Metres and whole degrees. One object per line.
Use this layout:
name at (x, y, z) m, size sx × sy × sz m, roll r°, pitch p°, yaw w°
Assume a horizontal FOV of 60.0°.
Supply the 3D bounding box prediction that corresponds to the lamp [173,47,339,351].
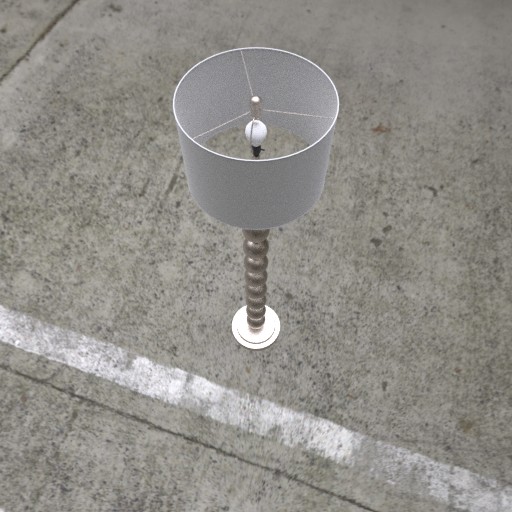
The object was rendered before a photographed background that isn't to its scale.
lamp at (0.000, 0.000, 1.676) m, size 0.394 × 1.474 × 0.394 m, roll 16°, pitch 61°, yaw 9°
